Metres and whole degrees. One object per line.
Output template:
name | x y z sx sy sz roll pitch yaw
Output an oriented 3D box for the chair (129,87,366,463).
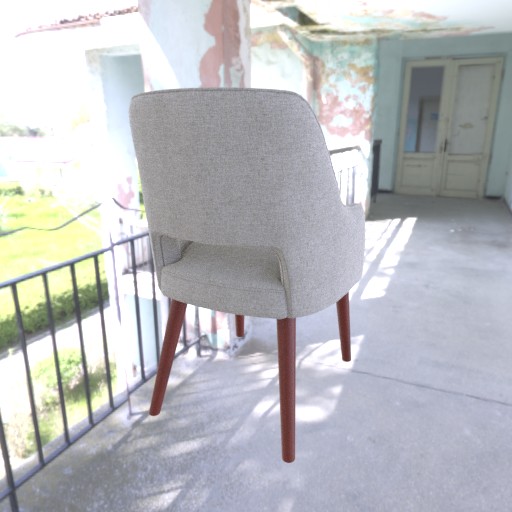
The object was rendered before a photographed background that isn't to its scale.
chair | 0.000 0.000 1.245 0.548 0.849 0.605 8 19 25
